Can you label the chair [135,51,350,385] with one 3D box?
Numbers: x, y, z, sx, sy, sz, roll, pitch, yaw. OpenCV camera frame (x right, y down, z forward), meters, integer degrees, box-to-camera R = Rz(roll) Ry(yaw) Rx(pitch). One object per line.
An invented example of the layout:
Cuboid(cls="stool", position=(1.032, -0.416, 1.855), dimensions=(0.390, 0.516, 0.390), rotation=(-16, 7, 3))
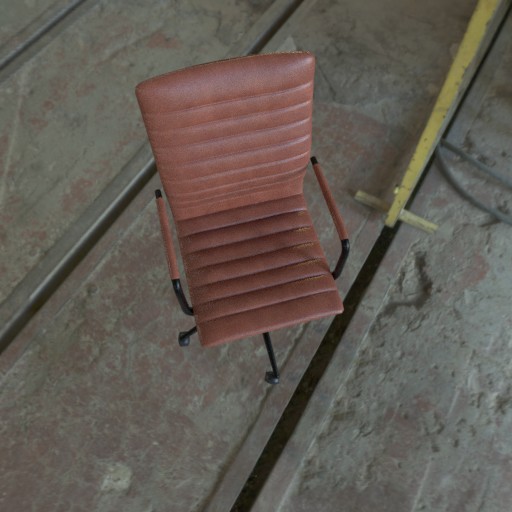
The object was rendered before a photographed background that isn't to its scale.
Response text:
Cuboid(cls="chair", position=(0.000, 0.000, 1.259), dimensions=(0.600, 0.878, 0.578), rotation=(-13, 64, -6))
